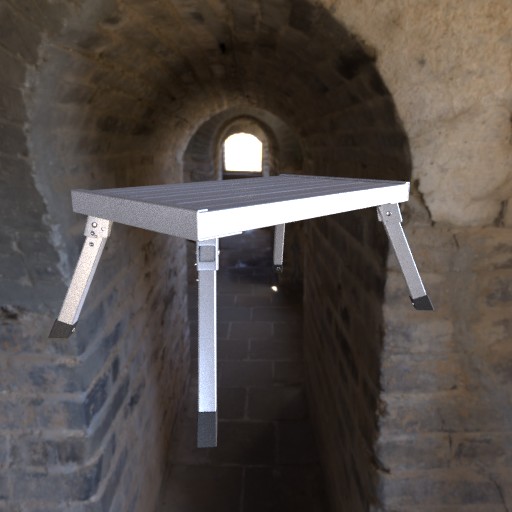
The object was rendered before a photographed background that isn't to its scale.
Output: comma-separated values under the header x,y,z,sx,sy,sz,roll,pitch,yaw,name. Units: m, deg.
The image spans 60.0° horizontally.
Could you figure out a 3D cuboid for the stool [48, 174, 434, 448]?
x,y,z,sx,sy,sz,roll,pitch,yaw,name
0.000,0.000,0.711,0.385,0.225,0.535,14,20,43,stool
